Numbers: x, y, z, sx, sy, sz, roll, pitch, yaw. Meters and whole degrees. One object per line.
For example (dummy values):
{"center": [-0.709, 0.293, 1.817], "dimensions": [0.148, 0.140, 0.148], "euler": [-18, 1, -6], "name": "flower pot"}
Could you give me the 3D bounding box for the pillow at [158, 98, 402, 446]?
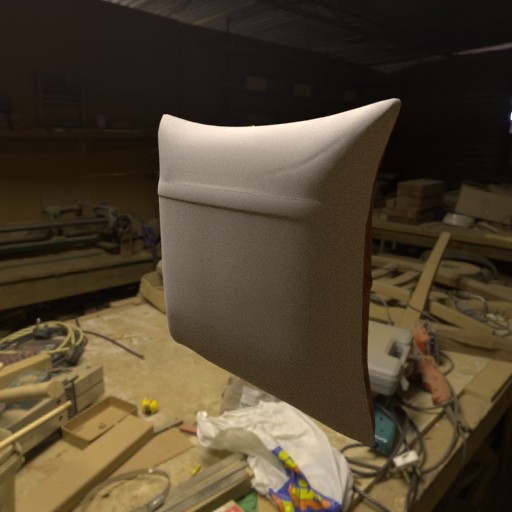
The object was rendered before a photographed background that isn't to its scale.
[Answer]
{"center": [0.000, 0.000, 0.753], "dimensions": [0.192, 0.477, 0.501], "euler": [-14, 20, -42], "name": "pillow"}
